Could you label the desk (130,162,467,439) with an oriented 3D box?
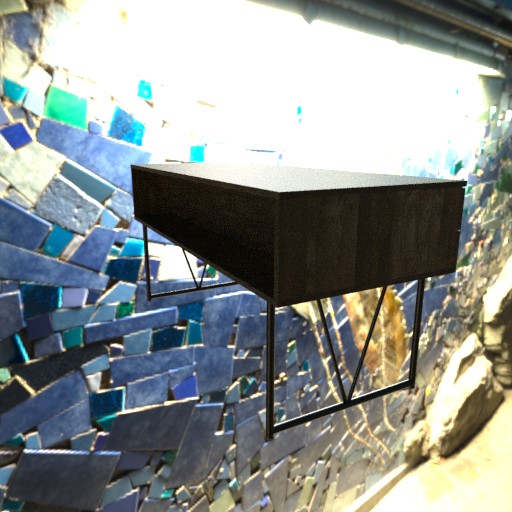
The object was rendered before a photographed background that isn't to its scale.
[{"bbox_3d":[0.000,0.000,2.051,0.730,0.780,1.600,-8,16,-27],"label":"desk"}]
